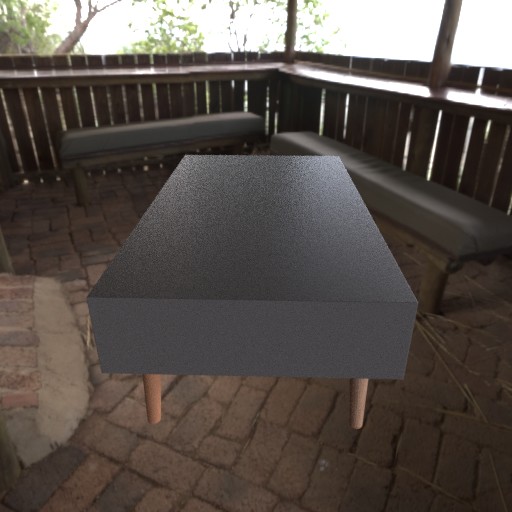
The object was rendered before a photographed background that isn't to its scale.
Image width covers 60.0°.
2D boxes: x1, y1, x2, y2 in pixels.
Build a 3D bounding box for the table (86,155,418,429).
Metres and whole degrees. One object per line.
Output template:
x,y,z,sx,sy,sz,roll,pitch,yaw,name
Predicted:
0.000,0.000,1.546,0.703,0.404,1.201,1,27,2,table
